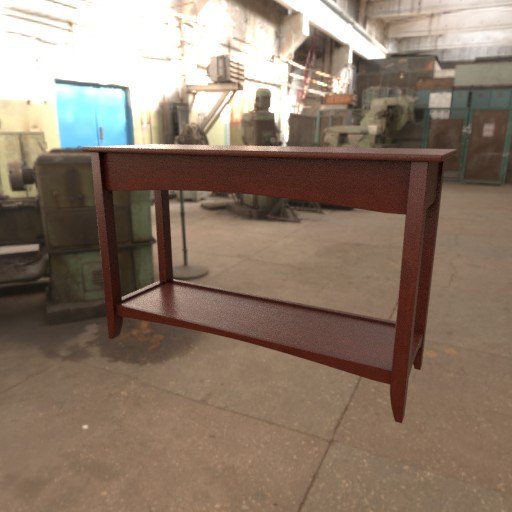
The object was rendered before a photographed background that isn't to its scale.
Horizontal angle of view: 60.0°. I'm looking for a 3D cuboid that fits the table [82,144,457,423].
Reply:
[{"bbox_3d":[0.000,0.000,1.560,1.188,0.739,0.392,8,18,27],"label":"table"}]
